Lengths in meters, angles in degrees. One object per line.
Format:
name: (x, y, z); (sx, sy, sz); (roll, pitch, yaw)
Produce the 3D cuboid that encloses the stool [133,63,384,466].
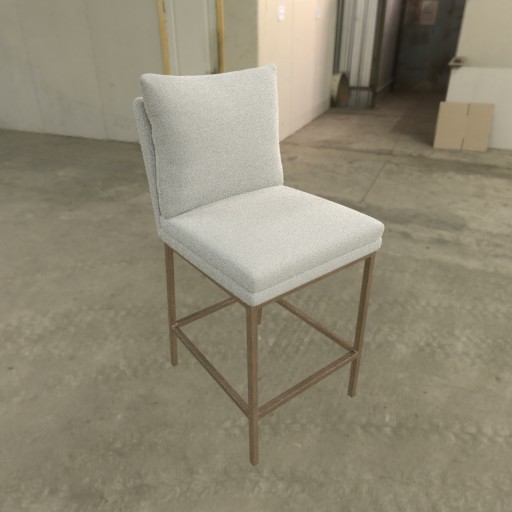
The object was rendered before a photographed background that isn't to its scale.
stool: (0.000, 0.000, 1.351); (0.463, 1.032, 0.572); (-21, 35, -32)
